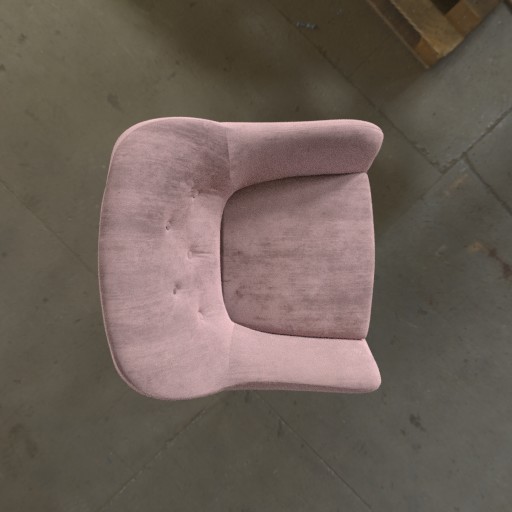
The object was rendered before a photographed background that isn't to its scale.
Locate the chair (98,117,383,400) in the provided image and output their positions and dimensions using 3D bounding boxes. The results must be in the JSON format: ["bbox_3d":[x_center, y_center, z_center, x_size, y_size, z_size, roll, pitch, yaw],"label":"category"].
[{"bbox_3d":[0.000,0.000,1.542,0.820,0.820,0.840,0,92,1],"label":"chair"}]
